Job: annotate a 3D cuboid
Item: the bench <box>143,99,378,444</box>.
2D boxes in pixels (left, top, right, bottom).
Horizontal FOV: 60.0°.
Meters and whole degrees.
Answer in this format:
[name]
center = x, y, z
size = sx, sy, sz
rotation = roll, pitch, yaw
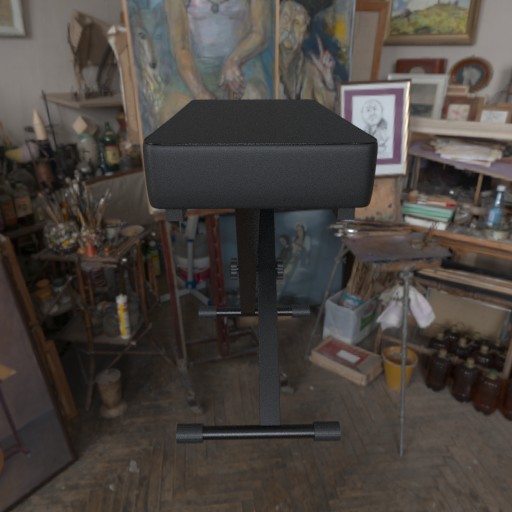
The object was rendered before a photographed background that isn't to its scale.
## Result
[bench]
center = 0.000, 0.000, 0.912
size = 0.300, 0.561, 0.600
rotation = -1, 24, -1
